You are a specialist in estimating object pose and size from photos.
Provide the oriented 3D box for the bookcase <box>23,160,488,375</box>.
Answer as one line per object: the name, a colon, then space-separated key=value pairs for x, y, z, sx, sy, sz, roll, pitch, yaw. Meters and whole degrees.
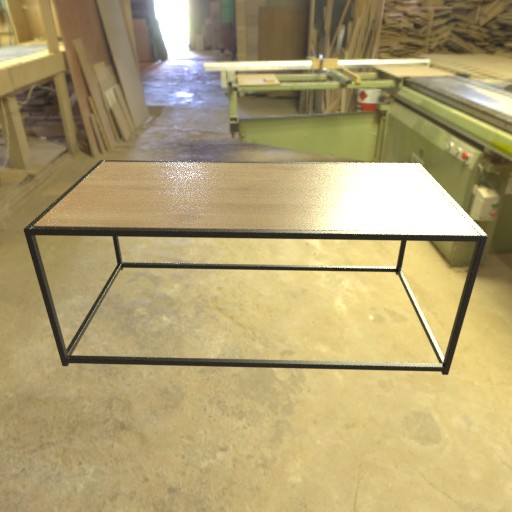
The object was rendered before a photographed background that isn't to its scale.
bookcase: x=0.000 y=0.000 z=1.266 sx=1.000 sy=0.400 sz=0.500 roll=1 pitch=29 yaw=2
